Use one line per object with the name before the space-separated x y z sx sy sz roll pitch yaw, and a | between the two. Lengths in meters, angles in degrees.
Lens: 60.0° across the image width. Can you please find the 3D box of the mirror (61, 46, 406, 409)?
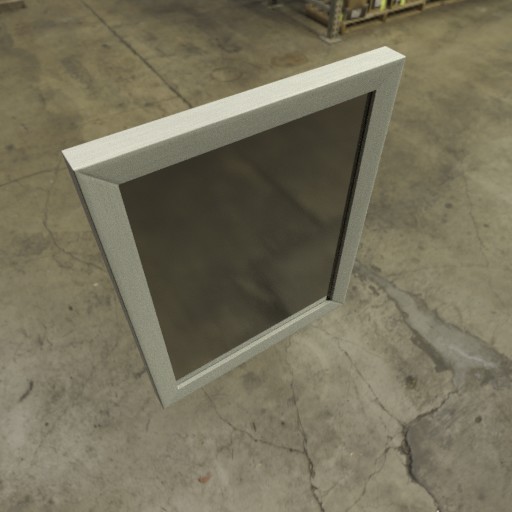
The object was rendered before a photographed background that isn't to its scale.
mirror | 0.000 0.000 0.658 0.405 0.508 0.041 -26 53 -21
